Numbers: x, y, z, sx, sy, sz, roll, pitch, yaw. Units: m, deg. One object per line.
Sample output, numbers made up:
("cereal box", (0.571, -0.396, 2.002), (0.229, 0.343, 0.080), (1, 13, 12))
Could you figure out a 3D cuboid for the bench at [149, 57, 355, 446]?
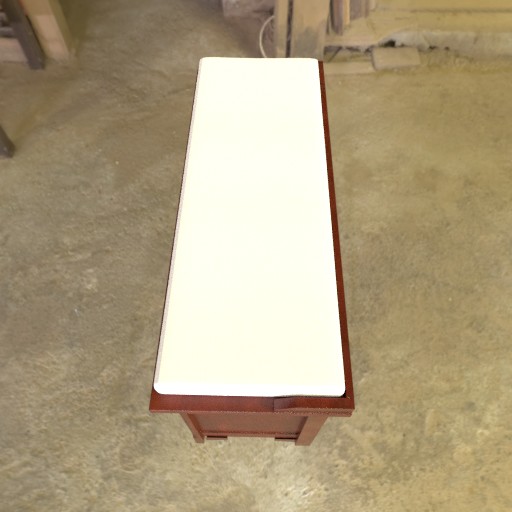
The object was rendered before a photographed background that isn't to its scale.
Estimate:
("bench", (0.000, 0.000, 1.284), (0.369, 0.646, 0.987), (1, 58, 1))
